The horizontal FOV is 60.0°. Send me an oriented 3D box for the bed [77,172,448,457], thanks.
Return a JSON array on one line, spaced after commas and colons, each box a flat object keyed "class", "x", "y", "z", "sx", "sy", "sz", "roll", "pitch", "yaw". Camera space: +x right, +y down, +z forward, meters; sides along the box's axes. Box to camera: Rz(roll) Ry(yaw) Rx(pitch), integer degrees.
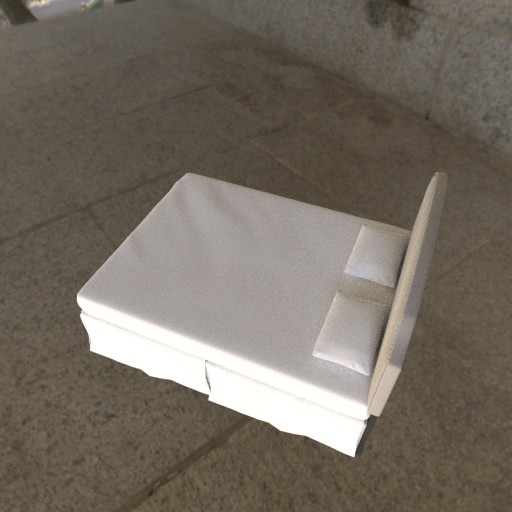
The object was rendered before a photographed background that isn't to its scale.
[{"class": "bed", "x": 0.000, "y": 0.000, "z": 2.947, "sx": 1.999, "sy": 1.270, "sz": 1.558, "roll": 17, "pitch": 49, "yaw": 16}]
